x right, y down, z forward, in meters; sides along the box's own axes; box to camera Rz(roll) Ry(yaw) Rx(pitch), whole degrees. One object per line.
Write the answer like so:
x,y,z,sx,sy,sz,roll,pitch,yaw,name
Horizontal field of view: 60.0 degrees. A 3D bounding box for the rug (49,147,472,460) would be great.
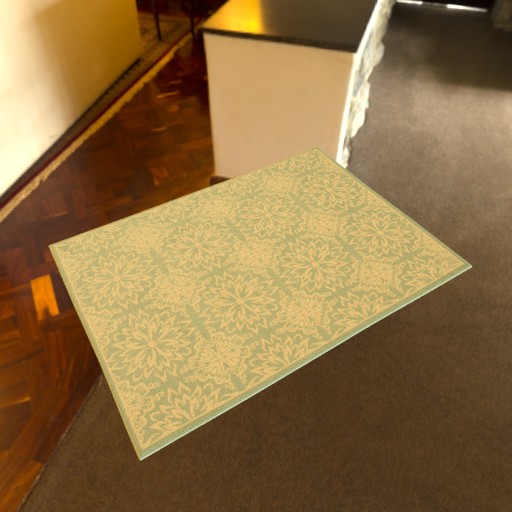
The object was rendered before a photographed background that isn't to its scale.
0.000,0.000,2.835,2.205,0.014,1.589,-24,51,-21,rug
